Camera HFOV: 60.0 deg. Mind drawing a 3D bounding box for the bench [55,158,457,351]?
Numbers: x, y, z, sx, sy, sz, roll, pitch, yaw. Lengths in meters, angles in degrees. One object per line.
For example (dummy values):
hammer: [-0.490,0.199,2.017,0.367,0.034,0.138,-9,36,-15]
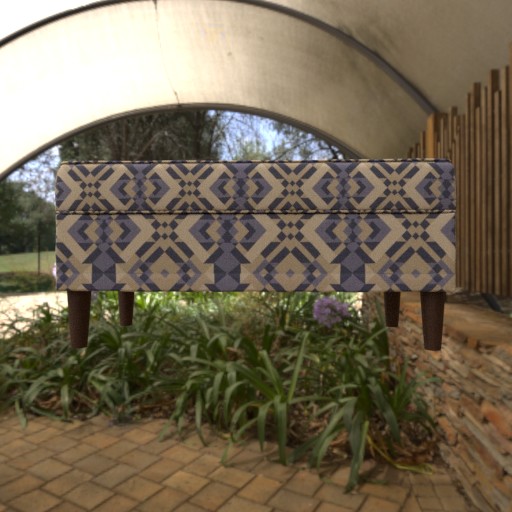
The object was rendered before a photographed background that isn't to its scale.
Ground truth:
bench: [0.000,0.000,1.332,1.016,0.477,0.492,0,0,2]
